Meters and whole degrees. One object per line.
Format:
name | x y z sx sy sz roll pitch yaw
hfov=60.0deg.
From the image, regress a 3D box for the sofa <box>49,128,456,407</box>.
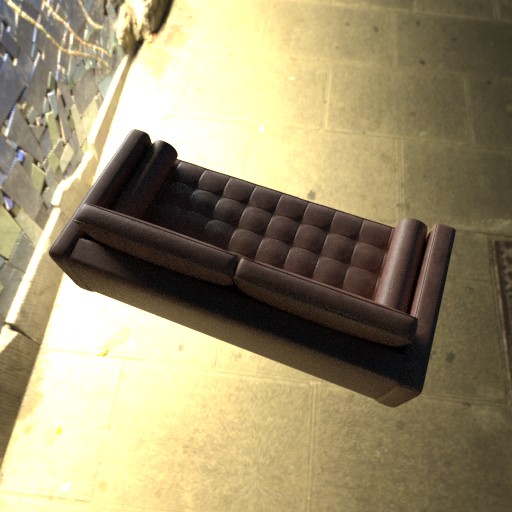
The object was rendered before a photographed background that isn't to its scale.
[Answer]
sofa | 0.000 0.000 2.373 1.870 0.760 0.910 19 65 9
